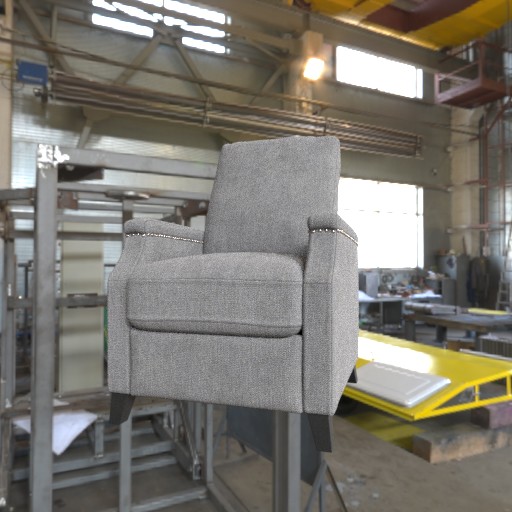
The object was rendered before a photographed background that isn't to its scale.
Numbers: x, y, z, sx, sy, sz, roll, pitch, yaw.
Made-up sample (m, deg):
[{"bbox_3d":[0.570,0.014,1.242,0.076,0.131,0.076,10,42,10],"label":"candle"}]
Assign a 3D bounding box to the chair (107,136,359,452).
[{"bbox_3d":[0.000,0.000,1.668,0.710,1.049,0.922,0,-1,18],"label":"chair"}]
